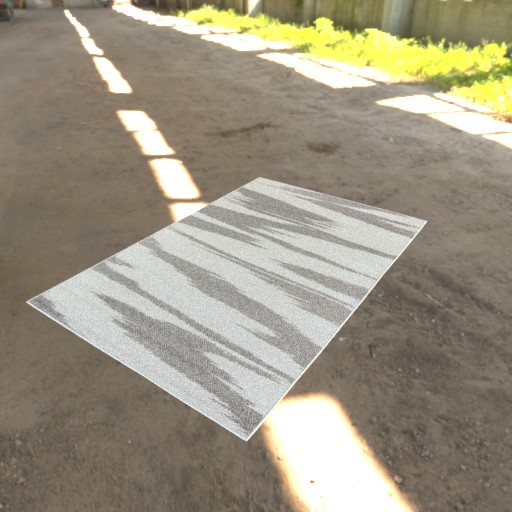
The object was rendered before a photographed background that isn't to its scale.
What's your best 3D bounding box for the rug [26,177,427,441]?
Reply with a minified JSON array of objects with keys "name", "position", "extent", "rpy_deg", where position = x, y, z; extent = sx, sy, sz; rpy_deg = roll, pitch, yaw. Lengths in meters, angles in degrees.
[{"name":"rug","position":[0.000,0.000,2.309],"extent":[1.225,0.008,1.827],"rpy_deg":[20,37,29]}]
